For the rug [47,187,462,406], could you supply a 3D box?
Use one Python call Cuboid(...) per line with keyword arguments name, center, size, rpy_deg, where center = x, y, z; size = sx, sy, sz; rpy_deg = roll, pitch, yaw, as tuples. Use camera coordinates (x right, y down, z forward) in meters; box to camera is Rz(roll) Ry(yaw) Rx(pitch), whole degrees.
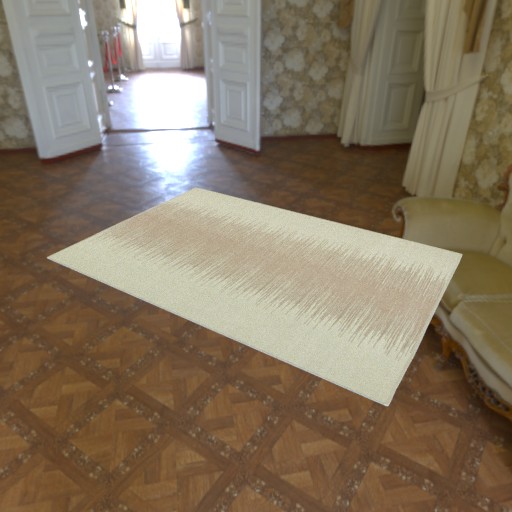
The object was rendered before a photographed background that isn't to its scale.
Cuboid(name="rug", center=(0.000, 0.000, 2.362), size=(1.850, 0.006, 1.234), rpy_deg=(18, 34, 28))
